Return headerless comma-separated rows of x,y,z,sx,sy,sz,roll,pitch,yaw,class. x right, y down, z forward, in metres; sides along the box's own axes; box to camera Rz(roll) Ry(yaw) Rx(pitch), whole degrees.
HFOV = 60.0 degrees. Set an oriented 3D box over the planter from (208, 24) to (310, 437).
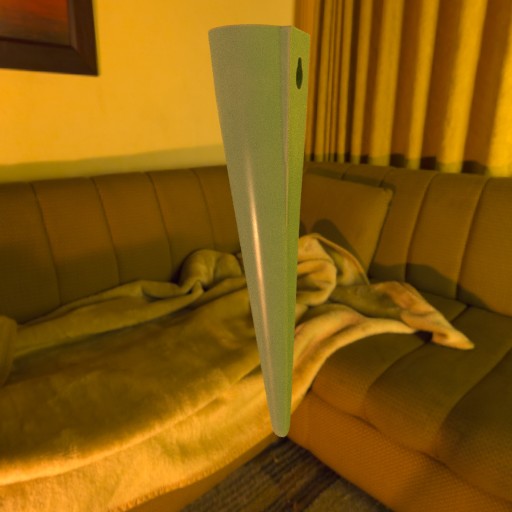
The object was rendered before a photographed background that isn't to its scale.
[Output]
0.000,0.000,0.293,0.055,0.268,0.054,8,19,24,planter
